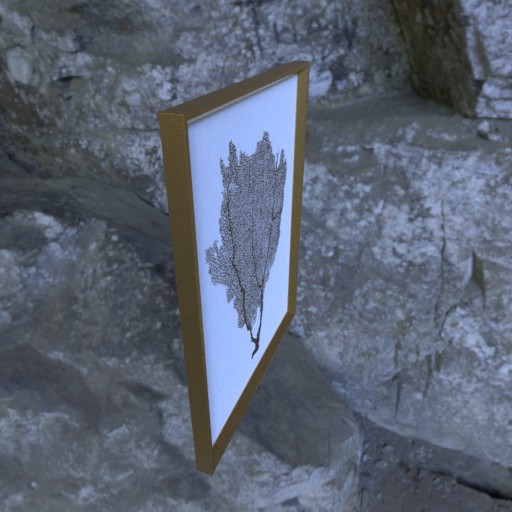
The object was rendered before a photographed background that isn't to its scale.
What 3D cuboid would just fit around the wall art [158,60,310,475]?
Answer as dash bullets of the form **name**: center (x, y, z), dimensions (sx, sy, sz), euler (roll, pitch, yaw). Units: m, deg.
- **wall art**: center (0.000, 0.000, 1.017), dimensions (0.038, 0.762, 0.610), euler (11, 32, 19)
